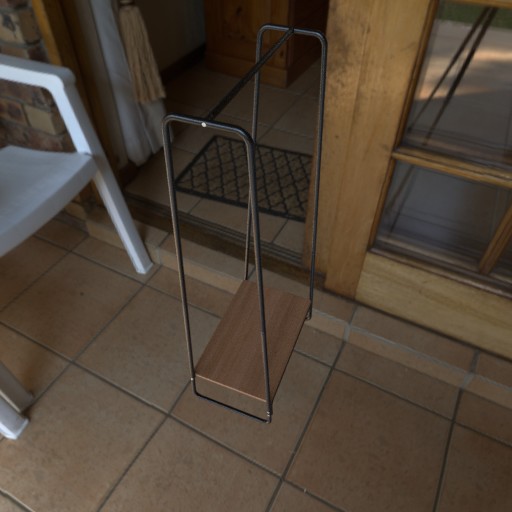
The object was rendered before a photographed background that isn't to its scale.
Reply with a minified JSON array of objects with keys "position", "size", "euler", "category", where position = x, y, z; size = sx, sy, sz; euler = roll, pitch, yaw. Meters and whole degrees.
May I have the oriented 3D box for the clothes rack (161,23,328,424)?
[{"position":[0.000,0.000,1.747],"size":[0.400,1.500,0.640],"euler":[16,48,15],"category":"clothes rack"}]
